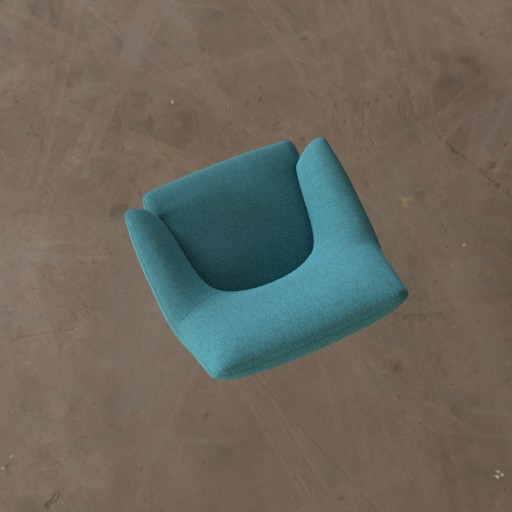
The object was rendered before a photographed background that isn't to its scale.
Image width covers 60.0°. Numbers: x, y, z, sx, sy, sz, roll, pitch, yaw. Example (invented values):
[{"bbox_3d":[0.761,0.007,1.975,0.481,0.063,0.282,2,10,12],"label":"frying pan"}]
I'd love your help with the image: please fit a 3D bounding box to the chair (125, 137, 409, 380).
[{"bbox_3d":[0.000,0.000,1.385,0.642,0.874,0.677,-22,76,-6],"label":"chair"}]
